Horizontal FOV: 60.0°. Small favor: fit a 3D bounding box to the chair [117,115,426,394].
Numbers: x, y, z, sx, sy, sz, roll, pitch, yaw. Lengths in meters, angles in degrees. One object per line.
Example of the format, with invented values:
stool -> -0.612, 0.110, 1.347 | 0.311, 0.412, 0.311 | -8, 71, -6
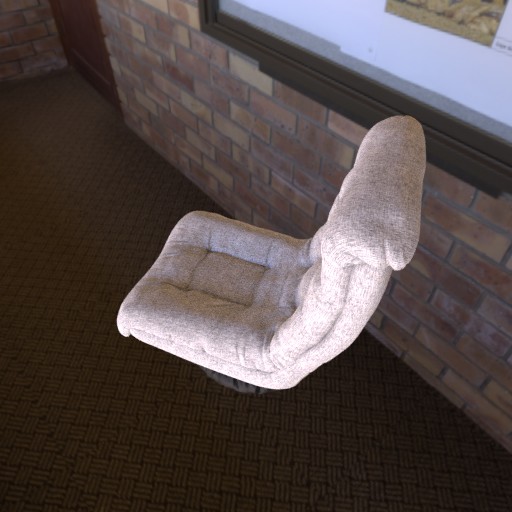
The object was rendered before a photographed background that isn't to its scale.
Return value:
chair -> 0.000, 0.000, 0.977 | 0.583, 0.600, 0.400 | 14, 48, 13
